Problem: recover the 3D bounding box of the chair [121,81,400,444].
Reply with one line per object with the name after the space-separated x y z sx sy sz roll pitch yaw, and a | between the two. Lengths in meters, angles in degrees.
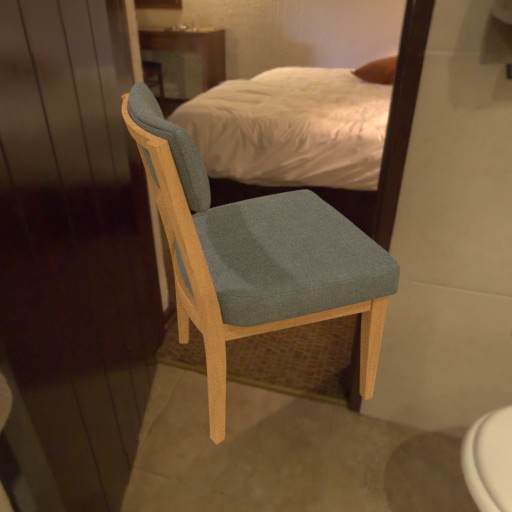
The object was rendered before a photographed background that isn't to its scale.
0.000 0.000 1.178 0.572 0.832 0.508 -11 32 -17 | chair
